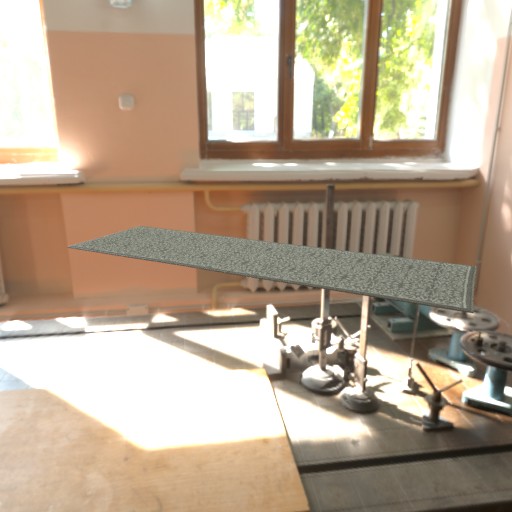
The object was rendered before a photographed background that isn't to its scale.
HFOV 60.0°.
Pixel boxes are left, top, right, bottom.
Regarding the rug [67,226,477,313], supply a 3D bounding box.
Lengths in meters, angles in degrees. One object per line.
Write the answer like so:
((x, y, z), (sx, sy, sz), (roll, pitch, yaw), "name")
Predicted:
((0.000, 0.000, 2.455), (2.196, 0.011, 0.662), (8, 18, 25), "rug")
